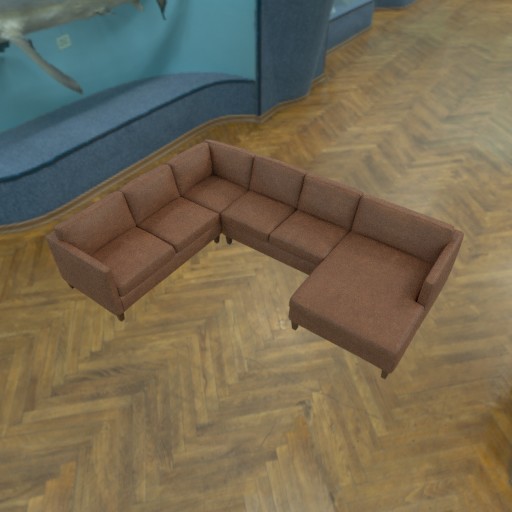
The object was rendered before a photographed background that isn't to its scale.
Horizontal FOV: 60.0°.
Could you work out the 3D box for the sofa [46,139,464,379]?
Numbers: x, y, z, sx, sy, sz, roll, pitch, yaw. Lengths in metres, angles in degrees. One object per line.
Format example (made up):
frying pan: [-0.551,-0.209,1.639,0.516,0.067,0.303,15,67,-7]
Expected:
sofa: [0.000,0.000,4.667,3.460,0.923,2.593,26,48,26]
